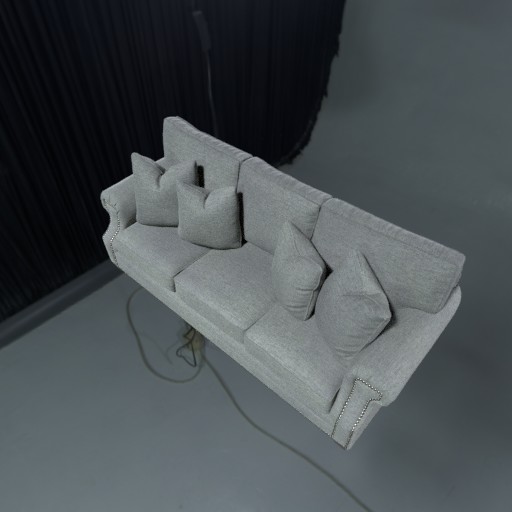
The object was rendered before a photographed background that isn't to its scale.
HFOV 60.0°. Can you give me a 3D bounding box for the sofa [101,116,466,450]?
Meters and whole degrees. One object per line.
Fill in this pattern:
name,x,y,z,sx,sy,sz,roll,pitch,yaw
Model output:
sofa,0.000,0.000,2.824,2.312,0.975,0.965,32,53,28
